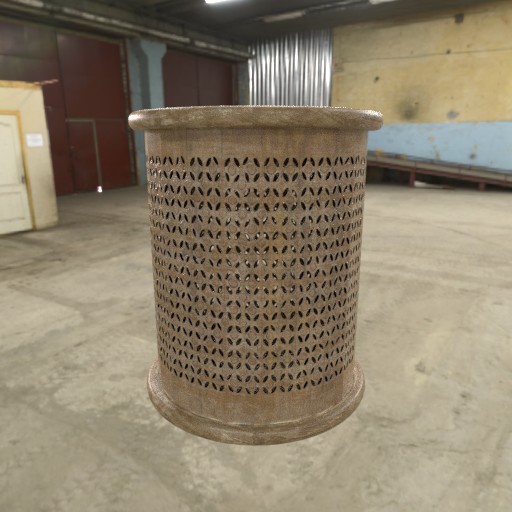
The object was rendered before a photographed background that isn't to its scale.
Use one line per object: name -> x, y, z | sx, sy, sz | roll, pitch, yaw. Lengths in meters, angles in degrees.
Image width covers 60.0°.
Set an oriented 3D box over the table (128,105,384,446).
table -> 0.000, 0.000, 0.791 | 0.407, 0.482, 0.407 | 0, 15, 0
